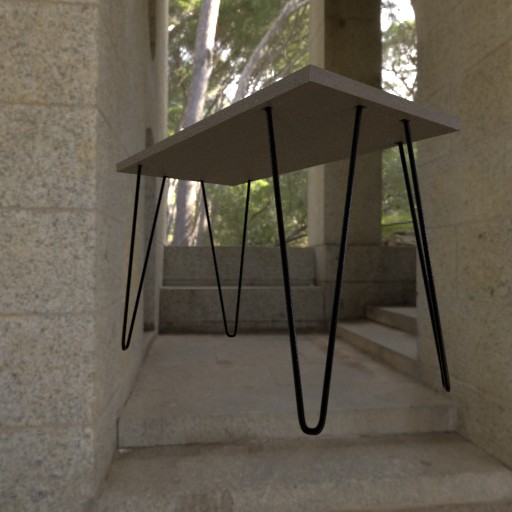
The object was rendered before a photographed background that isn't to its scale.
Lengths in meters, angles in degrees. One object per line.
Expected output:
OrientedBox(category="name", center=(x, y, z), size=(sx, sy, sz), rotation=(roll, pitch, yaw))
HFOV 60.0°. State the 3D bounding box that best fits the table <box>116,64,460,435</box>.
OrientedBox(category="table", center=(0.000, 0.000, 1.319), size=(0.499, 0.660, 0.991), rotation=(1, -1, -37))
